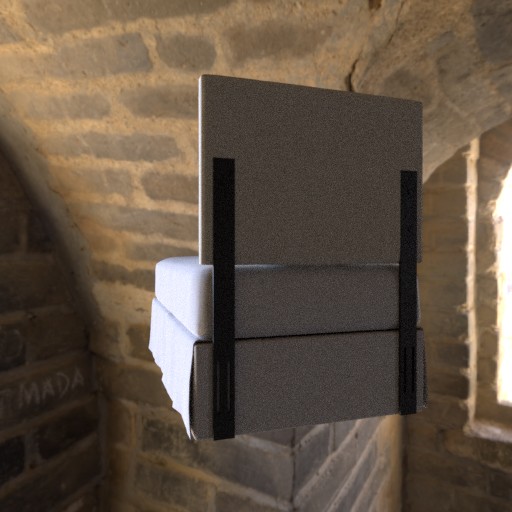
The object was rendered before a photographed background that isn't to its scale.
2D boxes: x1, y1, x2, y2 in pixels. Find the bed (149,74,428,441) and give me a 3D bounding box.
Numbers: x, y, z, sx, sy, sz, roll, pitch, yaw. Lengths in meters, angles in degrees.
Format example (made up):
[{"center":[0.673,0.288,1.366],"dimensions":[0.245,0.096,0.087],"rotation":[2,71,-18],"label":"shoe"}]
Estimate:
[{"center":[0.000,0.000,2.983],"dimensions":[1.261,1.571,1.997],"rotation":[0,0,-18],"label":"bed"}]
